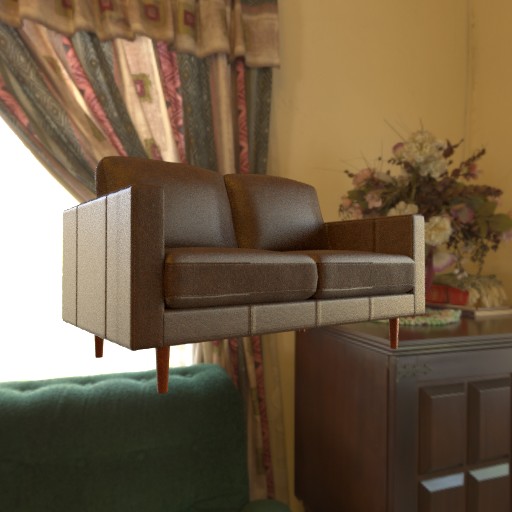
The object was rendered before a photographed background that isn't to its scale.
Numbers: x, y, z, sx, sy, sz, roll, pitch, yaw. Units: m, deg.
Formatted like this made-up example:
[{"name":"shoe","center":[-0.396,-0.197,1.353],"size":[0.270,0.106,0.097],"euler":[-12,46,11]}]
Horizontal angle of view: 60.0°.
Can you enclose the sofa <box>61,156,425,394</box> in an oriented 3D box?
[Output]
[{"name":"sofa","center":[0.000,0.000,2.165],"size":[1.578,0.951,0.909],"euler":[1,-1,-37]}]
